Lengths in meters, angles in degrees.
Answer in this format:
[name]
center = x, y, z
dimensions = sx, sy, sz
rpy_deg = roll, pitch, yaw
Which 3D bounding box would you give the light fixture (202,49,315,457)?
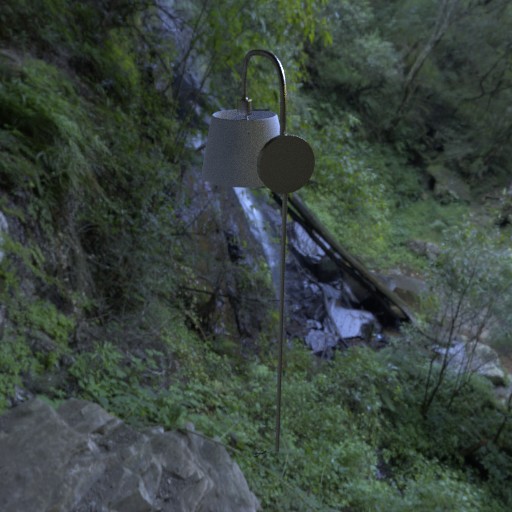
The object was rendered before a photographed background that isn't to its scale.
[light fixture]
center = 0.000, 0.000, 0.471
dimensions = 0.092, 0.399, 0.176
rpy_deg = -7, 28, -14
